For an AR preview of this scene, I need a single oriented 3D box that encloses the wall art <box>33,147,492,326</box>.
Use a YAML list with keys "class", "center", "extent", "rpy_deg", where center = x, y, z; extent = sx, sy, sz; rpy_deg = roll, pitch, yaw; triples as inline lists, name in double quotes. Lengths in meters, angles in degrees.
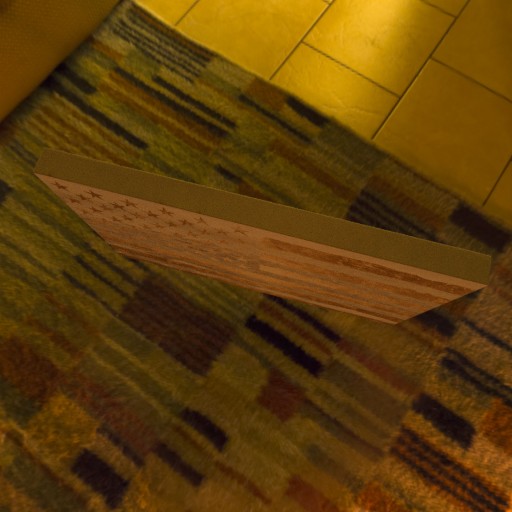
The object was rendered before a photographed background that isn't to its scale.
- class: "wall art"
  center: [0.000, 0.000, 0.771]
  extent: [0.606, 0.407, 0.041]
  rpy_deg: [14, 75, 4]
